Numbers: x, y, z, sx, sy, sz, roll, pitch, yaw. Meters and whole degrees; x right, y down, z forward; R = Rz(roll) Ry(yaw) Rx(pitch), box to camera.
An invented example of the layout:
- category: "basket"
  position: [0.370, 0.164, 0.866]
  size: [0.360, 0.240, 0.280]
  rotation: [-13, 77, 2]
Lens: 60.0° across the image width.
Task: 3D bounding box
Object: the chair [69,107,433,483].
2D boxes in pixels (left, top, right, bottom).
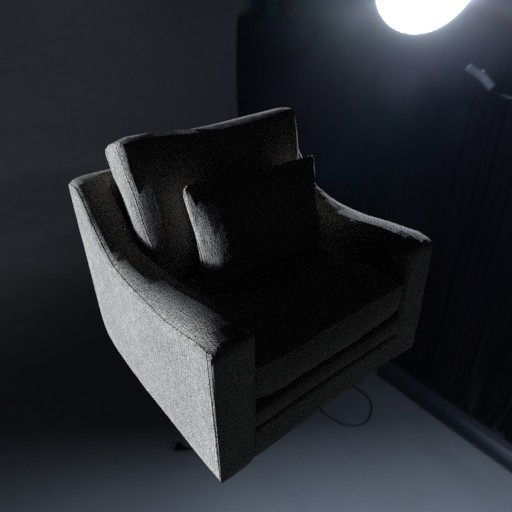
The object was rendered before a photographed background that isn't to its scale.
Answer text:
- category: "chair"
  position: [0.000, 0.000, 1.886]
  size: [1.138, 1.037, 1.009]
  rotation: [-22, 37, -33]
